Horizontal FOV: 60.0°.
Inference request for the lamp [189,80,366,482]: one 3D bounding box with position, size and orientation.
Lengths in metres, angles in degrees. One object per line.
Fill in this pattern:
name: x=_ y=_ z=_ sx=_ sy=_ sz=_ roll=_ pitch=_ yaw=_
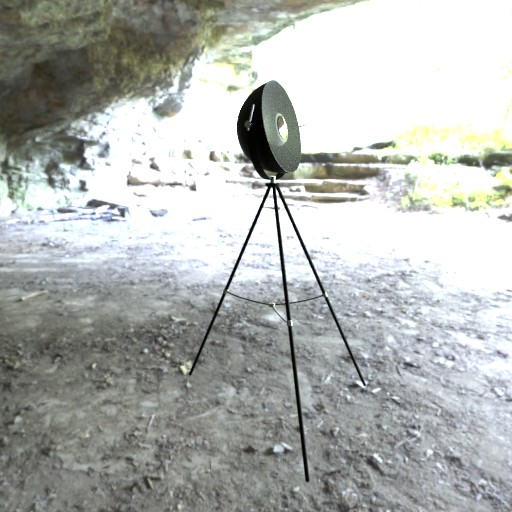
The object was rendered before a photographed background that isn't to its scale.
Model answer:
lamp: x=0.000 y=0.000 z=2.040 sx=0.920 sy=1.512 sz=0.817 roll=7 pitch=15 yaw=25
